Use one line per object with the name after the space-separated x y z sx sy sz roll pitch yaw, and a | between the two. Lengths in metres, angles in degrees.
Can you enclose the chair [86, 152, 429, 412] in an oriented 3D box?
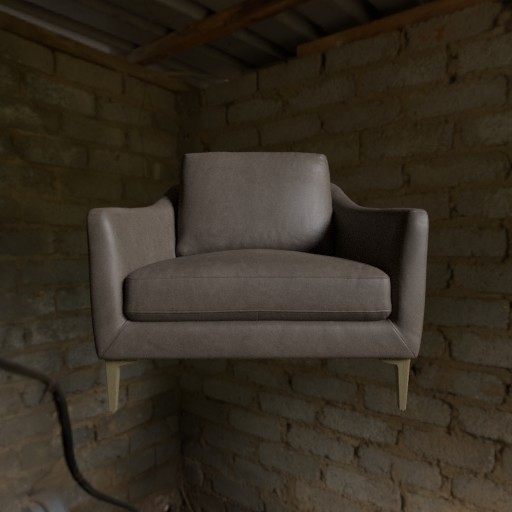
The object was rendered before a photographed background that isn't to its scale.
0.000 0.000 1.729 0.988 0.901 0.961 0 2 -1 | chair
